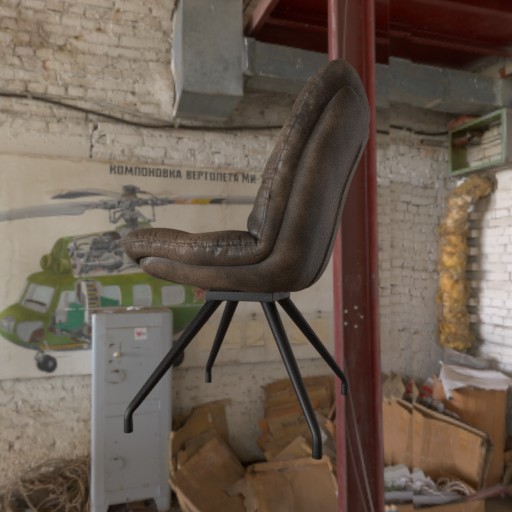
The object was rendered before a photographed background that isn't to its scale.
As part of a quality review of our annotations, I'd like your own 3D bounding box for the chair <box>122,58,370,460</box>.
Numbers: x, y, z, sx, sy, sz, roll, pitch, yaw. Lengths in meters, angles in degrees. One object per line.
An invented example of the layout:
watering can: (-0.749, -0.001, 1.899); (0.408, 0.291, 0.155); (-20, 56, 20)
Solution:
chair: (0.000, 0.000, 1.247); (0.622, 0.870, 0.549); (0, -1, 18)
